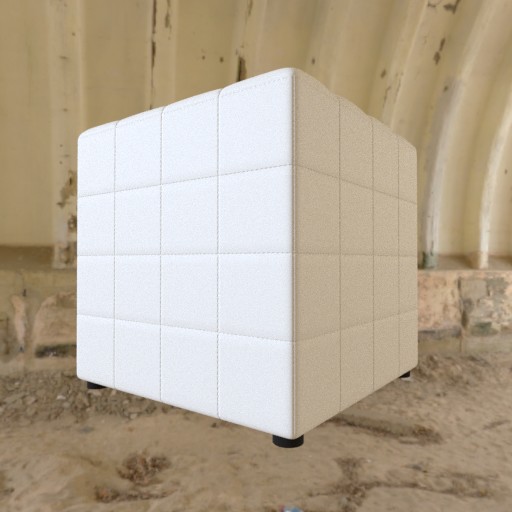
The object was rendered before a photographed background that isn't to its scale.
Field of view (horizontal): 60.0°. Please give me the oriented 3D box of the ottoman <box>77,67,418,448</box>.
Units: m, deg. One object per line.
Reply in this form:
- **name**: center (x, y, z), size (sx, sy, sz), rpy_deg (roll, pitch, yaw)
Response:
- **ottoman**: center (0.000, 0.000, 0.770), size (0.425, 0.432, 0.425), rpy_deg (-1, -1, 37)
